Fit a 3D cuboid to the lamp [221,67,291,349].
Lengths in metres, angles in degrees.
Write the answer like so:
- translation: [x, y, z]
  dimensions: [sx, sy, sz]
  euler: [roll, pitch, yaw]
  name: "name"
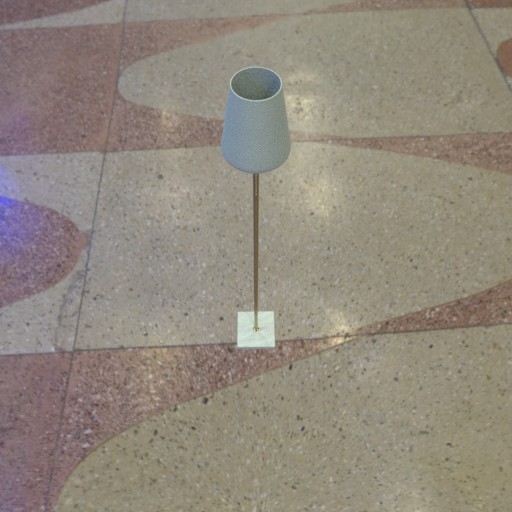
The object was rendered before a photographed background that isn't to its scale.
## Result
- translation: [0.000, 0.000, 1.968]
  dimensions: [0.229, 1.813, 0.232]
  euler: [-1, 59, 0]
  name: "lamp"
